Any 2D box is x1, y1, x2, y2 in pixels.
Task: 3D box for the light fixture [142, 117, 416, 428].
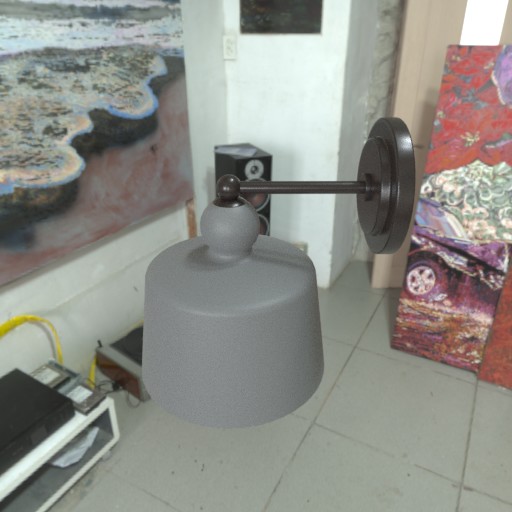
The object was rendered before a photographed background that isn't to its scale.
[{"bbox_3d":[0.000,0.000,0.446,0.254,0.268,0.204,0,26,0],"label":"light fixture"}]
